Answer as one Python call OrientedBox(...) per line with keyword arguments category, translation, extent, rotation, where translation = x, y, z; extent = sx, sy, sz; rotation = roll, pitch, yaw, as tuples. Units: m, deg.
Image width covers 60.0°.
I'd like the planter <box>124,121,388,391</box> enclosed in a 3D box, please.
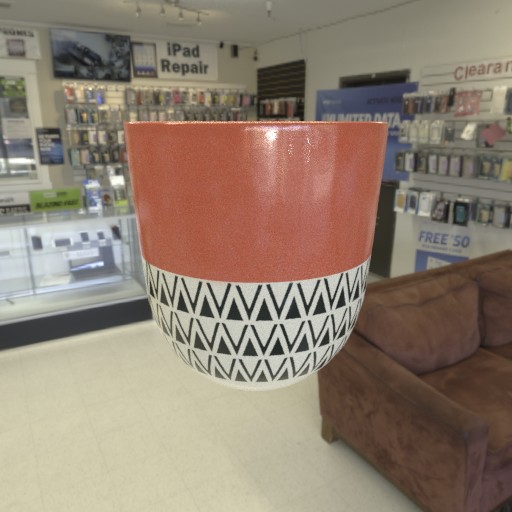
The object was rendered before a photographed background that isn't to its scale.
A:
OrientedBox(category="planter", translation=(0.000, 0.000, 0.369), extent=(0.195, 0.214, 0.195), rotation=(0, 17, 0))
